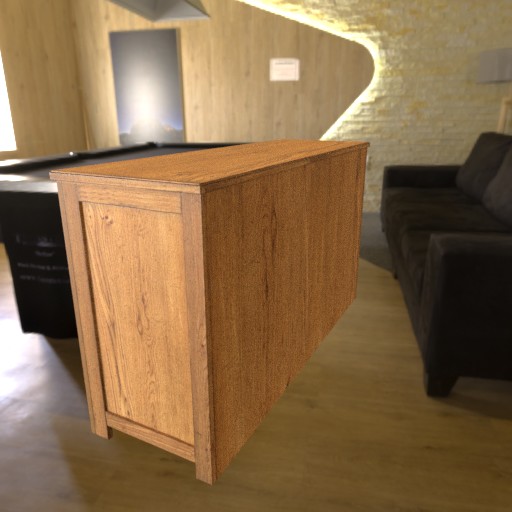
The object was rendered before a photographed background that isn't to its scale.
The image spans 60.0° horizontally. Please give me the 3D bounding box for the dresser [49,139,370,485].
[{"bbox_3d":[0.000,0.000,2.024,0.563,0.932,1.657,9,20,26],"label":"dresser"}]
